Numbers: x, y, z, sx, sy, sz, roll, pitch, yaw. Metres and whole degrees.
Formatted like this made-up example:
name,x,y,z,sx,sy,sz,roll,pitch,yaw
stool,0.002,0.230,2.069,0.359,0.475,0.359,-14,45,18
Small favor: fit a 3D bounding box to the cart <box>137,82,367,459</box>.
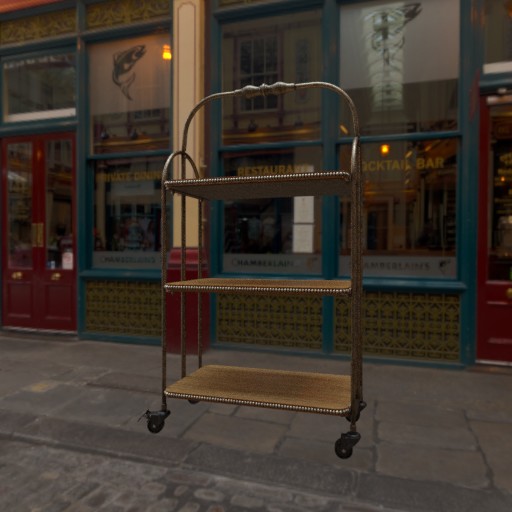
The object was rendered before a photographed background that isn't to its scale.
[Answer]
name,x,y,z,sx,sy,sz,roll,pitch,yaw
cart,0.000,0.000,1.367,0.650,1.052,0.330,0,0,17
